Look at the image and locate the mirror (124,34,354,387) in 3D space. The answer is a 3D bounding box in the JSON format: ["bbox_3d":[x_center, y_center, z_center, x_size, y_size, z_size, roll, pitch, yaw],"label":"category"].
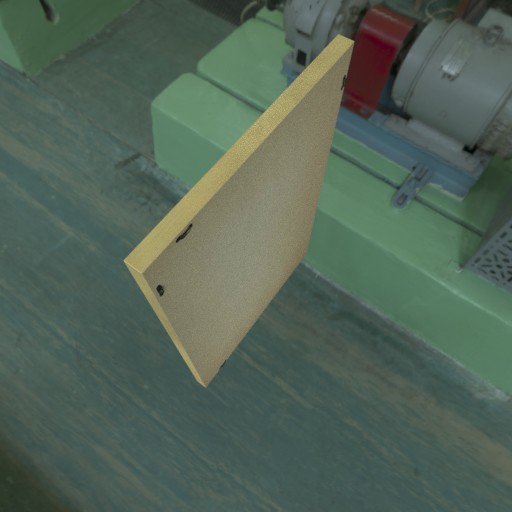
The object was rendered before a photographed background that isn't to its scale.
[{"bbox_3d":[0.000,0.000,1.163,0.041,0.915,0.609,33,68,15],"label":"mirror"}]
